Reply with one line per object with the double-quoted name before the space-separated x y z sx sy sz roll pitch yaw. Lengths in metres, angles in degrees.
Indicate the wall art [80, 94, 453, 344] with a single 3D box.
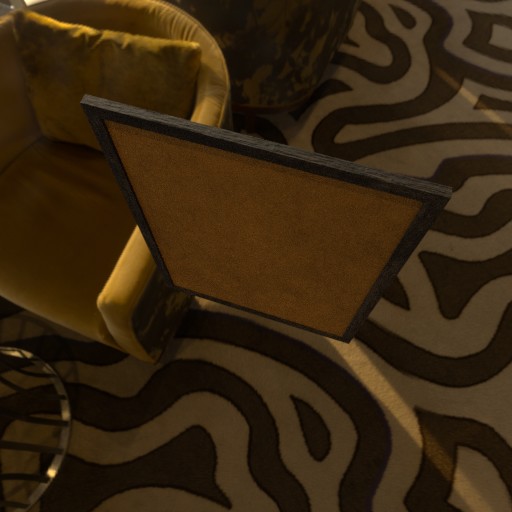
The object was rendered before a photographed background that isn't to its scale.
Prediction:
"wall art" 0.000 0.000 1.407 0.812 1.066 0.029 16 65 8
